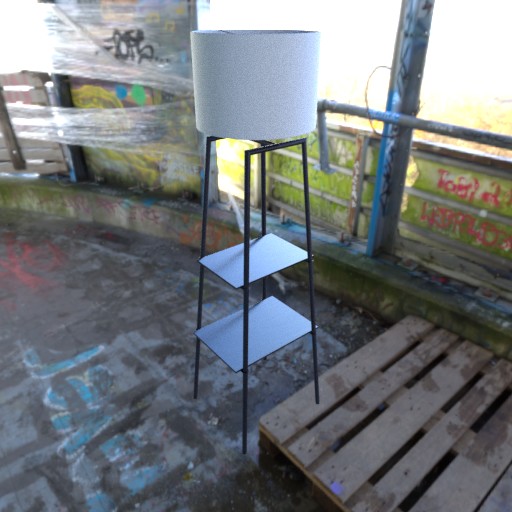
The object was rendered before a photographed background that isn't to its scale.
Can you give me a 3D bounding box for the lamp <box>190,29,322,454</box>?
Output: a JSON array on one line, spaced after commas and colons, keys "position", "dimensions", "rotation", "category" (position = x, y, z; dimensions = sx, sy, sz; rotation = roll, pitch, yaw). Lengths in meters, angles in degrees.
[{"position": [0.000, 0.000, 1.629], "dimensions": [0.427, 1.474, 0.384], "rotation": [-21, 35, -33], "category": "lamp"}]
